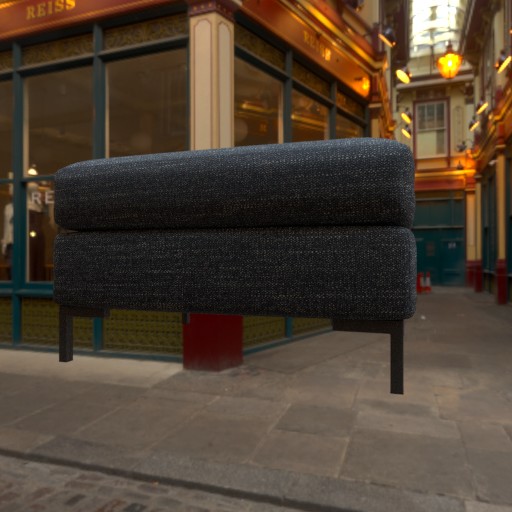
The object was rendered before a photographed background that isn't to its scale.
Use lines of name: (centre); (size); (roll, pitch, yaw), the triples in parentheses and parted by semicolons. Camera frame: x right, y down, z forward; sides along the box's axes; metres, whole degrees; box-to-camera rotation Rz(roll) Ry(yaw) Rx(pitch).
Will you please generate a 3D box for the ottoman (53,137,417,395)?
ottoman: (0.000, 0.000, 1.201); (0.814, 0.491, 0.667); (0, 0, 19)
